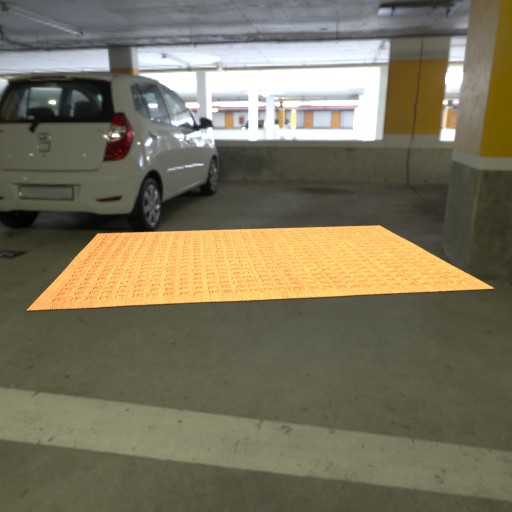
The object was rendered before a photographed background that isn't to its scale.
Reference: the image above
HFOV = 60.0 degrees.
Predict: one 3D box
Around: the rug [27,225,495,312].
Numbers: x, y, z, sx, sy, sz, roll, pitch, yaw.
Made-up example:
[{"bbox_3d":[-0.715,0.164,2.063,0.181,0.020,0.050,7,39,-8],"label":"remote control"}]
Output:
[{"bbox_3d":[0.000,0.000,2.182,1.747,0.006,1.143,-2,17,-7],"label":"rug"}]
